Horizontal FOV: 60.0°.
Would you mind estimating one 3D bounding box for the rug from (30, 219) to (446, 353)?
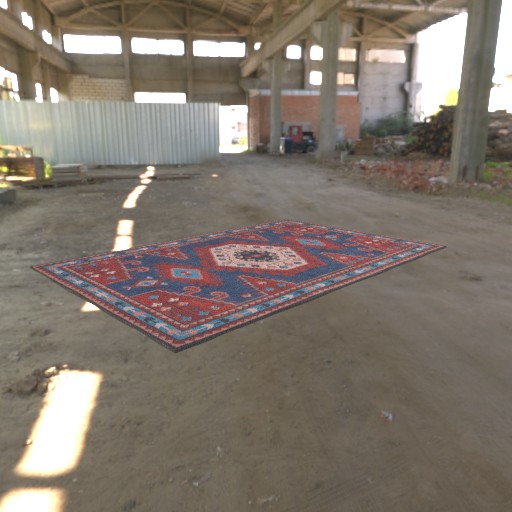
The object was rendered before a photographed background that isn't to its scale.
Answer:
[{"bbox_3d":[0.000,0.000,2.287,1.820,0.012,1.207,-14,20,-42],"label":"rug"}]
